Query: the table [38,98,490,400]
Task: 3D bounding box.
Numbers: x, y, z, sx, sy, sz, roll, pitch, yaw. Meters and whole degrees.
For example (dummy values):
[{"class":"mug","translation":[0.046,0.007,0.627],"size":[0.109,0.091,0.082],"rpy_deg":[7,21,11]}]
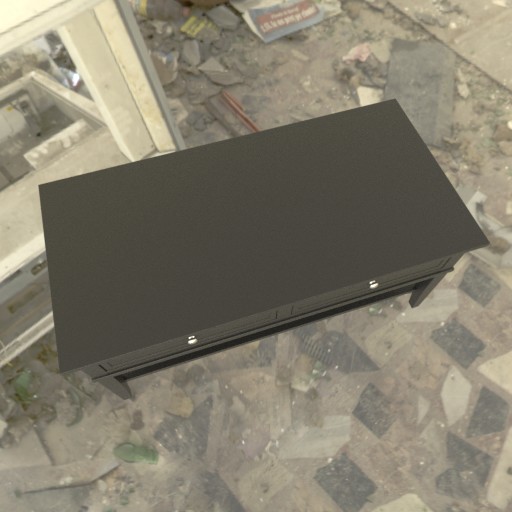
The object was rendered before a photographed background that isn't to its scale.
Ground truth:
[{"class":"table","translation":[0.000,0.000,1.338],"size":[1.044,0.470,0.523],"rpy_deg":[-16,63,-8]}]
